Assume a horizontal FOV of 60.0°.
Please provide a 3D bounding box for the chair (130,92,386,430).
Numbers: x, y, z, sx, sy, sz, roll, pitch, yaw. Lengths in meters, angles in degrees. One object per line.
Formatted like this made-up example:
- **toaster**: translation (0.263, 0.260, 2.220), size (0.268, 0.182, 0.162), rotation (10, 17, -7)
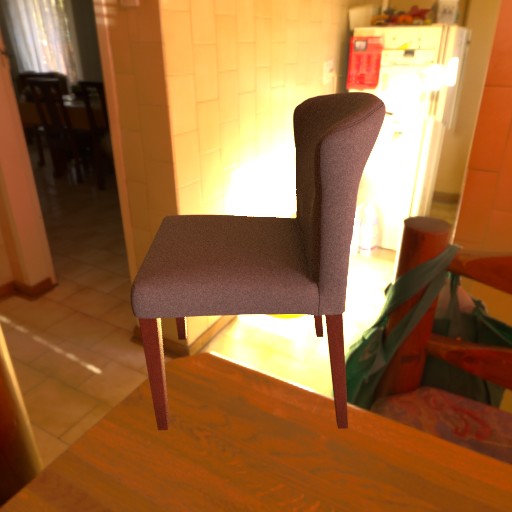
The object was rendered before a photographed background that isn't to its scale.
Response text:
- **chair**: translation (0.000, 0.000, 1.221), size (0.592, 0.839, 0.491), rotation (0, 26, -1)
